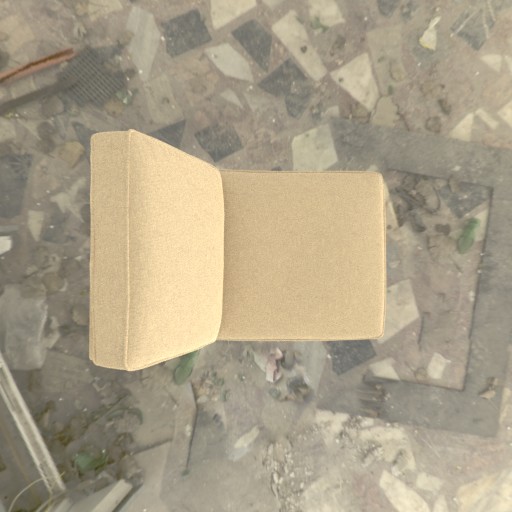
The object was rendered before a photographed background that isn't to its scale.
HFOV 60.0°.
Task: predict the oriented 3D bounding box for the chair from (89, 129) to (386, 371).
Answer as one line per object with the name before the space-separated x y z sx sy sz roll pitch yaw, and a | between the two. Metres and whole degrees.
chair | 0.000 0.000 1.564 0.938 0.970 0.621 0 88 -1
